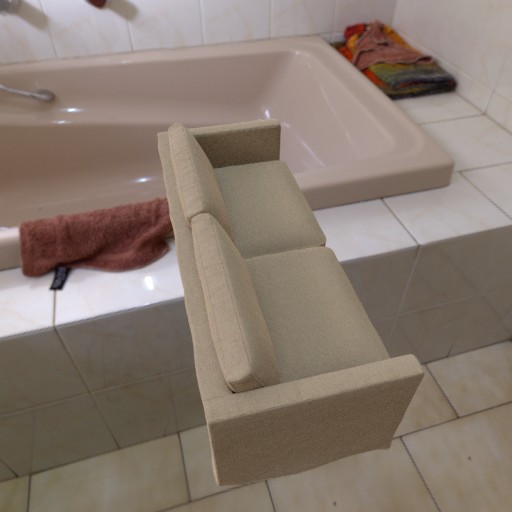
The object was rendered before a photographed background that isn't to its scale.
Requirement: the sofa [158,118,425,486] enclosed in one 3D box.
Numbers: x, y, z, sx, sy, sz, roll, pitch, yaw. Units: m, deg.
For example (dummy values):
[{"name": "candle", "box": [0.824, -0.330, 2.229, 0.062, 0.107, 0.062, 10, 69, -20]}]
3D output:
[{"name": "sofa", "box": [0.000, 0.000, 2.751, 0.962, 0.853, 2.312, -10, 45, -10]}]
